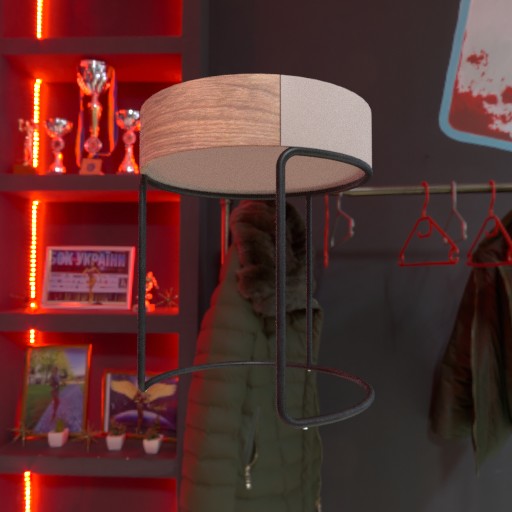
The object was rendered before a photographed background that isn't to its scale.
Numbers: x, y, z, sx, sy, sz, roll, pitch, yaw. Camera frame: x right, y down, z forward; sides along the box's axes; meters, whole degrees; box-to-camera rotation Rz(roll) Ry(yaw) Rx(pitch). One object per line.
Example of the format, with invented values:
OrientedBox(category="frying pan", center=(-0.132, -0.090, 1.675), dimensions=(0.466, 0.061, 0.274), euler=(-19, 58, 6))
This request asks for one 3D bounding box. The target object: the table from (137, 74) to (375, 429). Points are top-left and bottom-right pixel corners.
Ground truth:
OrientedBox(category="table", center=(0.000, 0.000, 0.877), dimensions=(0.450, 0.530, 0.450), euler=(0, -2, 0))
